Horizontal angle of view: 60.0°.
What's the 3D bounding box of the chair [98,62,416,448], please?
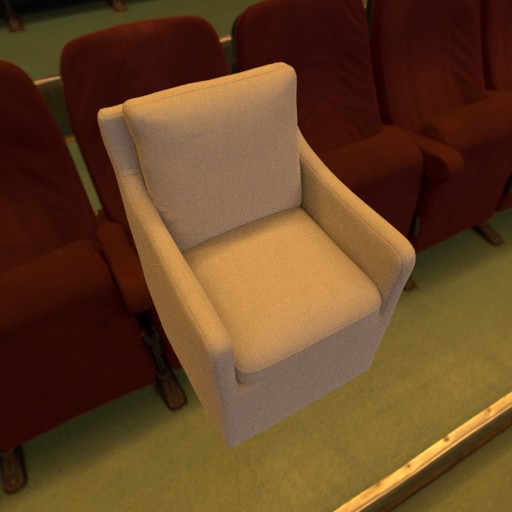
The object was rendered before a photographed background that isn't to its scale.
[{"bbox_3d":[0.000,0.000,1.355,0.626,0.914,0.694,-23,52,-19],"label":"chair"}]
